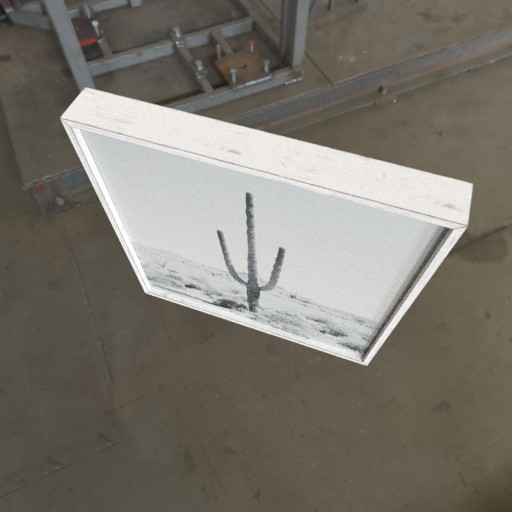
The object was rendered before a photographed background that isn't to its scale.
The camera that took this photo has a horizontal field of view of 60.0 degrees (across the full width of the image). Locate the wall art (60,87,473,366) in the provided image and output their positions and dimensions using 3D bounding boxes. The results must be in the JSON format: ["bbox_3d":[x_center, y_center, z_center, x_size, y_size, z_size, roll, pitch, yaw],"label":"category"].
[{"bbox_3d":[0.000,0.000,0.453,0.305,0.305,0.038,17,61,10],"label":"wall art"}]
